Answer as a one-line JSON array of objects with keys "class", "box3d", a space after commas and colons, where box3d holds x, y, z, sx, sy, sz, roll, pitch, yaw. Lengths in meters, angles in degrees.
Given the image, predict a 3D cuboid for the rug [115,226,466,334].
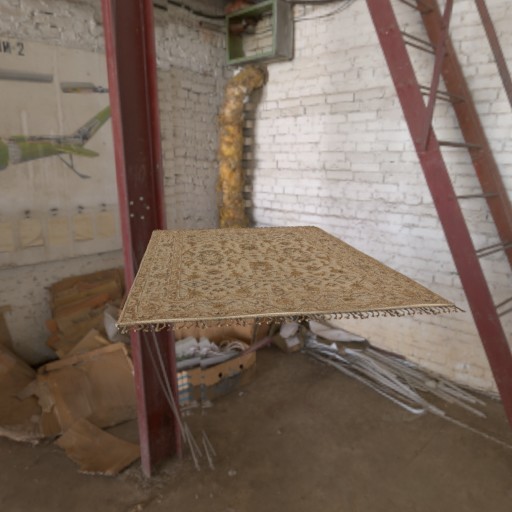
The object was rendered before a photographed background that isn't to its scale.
[{"class": "rug", "box3d": [0.000, 0.000, 3.022, 1.529, 0.027, 2.434, -2, 13, -9]}]
